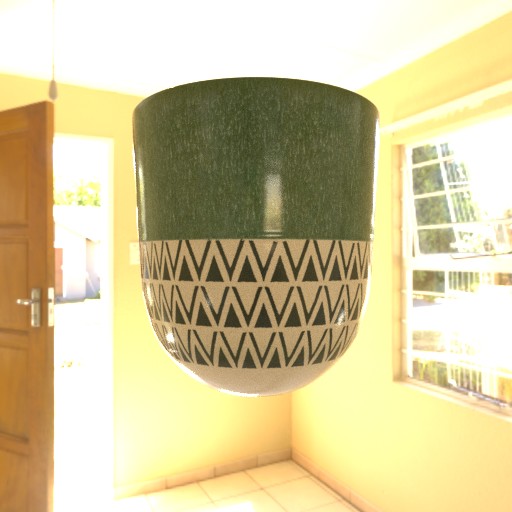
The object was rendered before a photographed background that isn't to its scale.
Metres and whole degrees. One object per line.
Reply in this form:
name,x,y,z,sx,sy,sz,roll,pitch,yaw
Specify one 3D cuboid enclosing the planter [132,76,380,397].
planter,0.000,0.000,0.361,0.195,0.214,0.195,0,0,0
